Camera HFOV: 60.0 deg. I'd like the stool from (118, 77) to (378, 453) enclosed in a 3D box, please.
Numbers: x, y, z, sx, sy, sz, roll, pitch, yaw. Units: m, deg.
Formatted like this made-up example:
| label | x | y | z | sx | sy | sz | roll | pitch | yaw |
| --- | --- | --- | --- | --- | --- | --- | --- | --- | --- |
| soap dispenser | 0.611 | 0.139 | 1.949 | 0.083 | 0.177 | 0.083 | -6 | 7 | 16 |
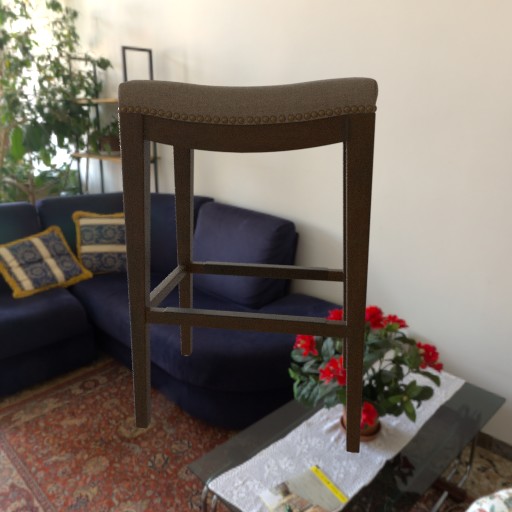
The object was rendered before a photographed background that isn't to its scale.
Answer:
| label | x | y | z | sx | sy | sz | roll | pitch | yaw |
| --- | --- | --- | --- | --- | --- | --- | --- | --- | --- |
| stool | 0.000 | 0.000 | 1.042 | 0.508 | 0.762 | 0.356 | 3 | 18 | 9 |
